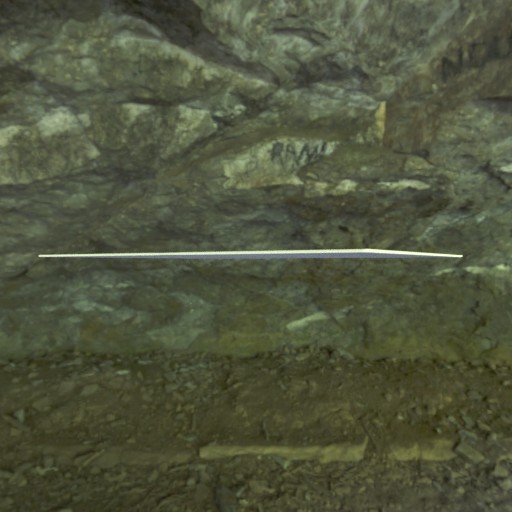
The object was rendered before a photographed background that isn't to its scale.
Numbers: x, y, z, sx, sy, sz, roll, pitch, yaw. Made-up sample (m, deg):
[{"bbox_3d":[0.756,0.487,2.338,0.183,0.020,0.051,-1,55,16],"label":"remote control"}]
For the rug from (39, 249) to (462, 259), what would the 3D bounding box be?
[{"bbox_3d":[0.000,0.000,4.041,3.051,0.020,2.407,-1,-1,35],"label":"rug"}]
